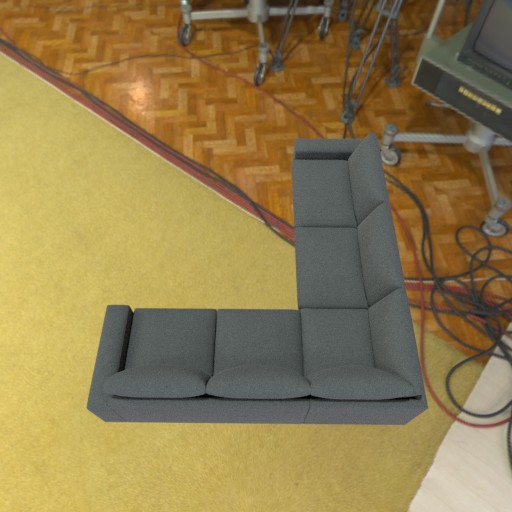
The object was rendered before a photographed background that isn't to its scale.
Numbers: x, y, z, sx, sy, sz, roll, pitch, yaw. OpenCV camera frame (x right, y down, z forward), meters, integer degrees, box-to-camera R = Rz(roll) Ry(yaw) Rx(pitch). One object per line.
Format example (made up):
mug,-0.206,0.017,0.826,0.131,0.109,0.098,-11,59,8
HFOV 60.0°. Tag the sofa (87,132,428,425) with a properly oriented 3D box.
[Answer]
sofa,0.000,0.000,4.767,2.895,0.965,3.277,0,58,0
